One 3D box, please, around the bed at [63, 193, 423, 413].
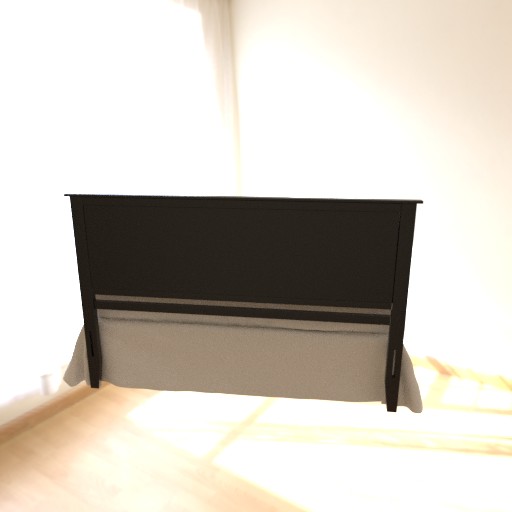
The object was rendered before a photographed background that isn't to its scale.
[{"bbox_3d":[0.000,0.000,3.648,2.315,1.271,2.219,2,16,8],"label":"bed"}]
